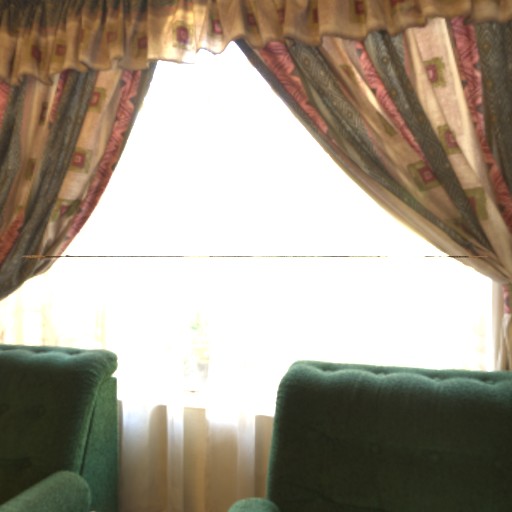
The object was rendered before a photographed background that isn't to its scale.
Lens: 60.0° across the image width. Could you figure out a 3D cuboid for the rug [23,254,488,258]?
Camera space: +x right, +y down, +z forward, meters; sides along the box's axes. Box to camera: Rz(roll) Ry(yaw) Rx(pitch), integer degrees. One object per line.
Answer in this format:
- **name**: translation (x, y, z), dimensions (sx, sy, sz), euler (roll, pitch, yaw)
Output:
- **rug**: translation (0.000, 0.000, 1.904), dimensions (1.541, 0.013, 0.920), euler (0, 0, 0)
